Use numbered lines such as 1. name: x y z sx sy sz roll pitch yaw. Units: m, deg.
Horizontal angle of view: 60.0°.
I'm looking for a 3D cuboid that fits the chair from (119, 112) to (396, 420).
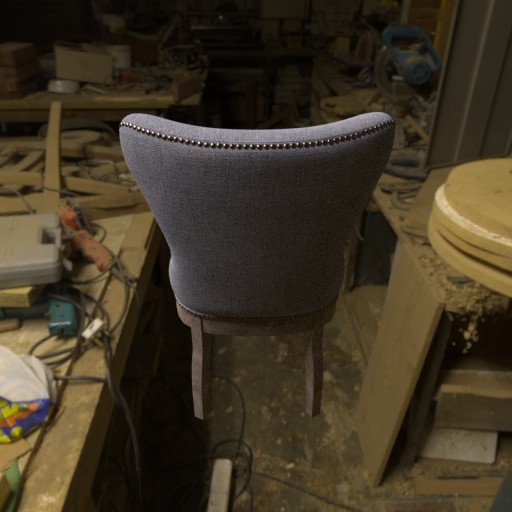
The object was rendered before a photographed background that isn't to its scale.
1. chair: 0.000 0.000 1.445 0.654 1.002 0.681 -1 31 -1
